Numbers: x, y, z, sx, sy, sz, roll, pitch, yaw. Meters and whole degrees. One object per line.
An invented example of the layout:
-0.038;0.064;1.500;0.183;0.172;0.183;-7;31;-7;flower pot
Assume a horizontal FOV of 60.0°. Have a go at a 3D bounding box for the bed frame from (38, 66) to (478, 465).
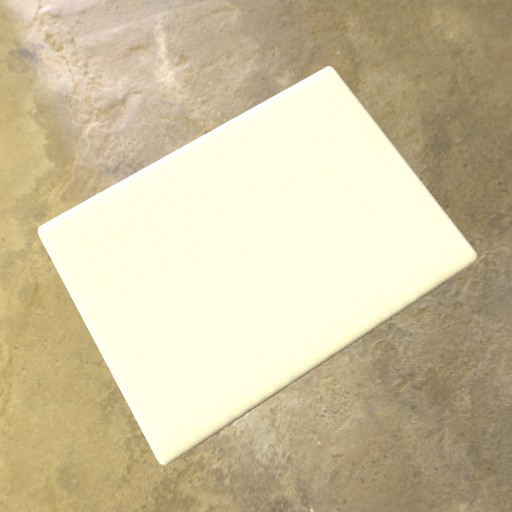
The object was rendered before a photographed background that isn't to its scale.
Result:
0.000;0.000;2.563;1.900;0.561;1.400;-31;78;-7;bed frame
